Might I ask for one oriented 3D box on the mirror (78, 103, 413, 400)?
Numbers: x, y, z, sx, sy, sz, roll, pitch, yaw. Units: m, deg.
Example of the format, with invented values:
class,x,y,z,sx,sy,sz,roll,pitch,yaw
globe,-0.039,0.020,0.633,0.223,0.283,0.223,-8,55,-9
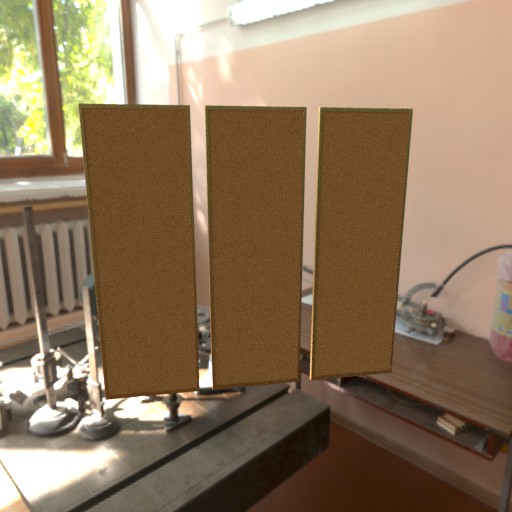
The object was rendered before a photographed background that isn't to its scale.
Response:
class,x,y,z,sx,sy,sz,roll,pitch,yaw
mirror,0.000,0.000,1.445,1.011,0.926,0.023,-3,14,-10
